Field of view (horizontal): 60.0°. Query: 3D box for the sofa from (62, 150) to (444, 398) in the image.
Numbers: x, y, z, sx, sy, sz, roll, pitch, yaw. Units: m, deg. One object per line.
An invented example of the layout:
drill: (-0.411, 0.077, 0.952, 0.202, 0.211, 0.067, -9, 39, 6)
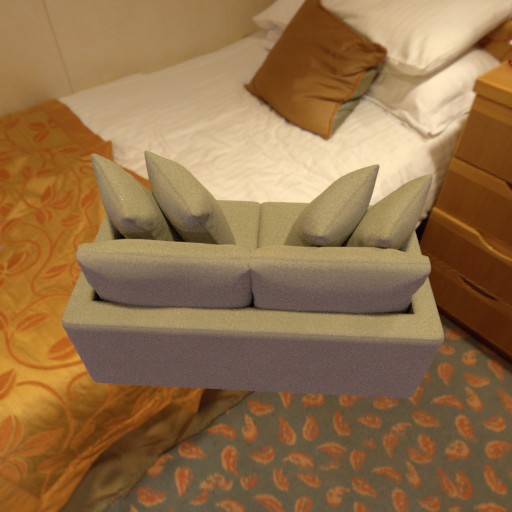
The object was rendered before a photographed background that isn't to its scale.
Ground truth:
sofa: (0.000, 0.000, 2.607, 1.869, 1.080, 1.228, 2, 47, 2)
